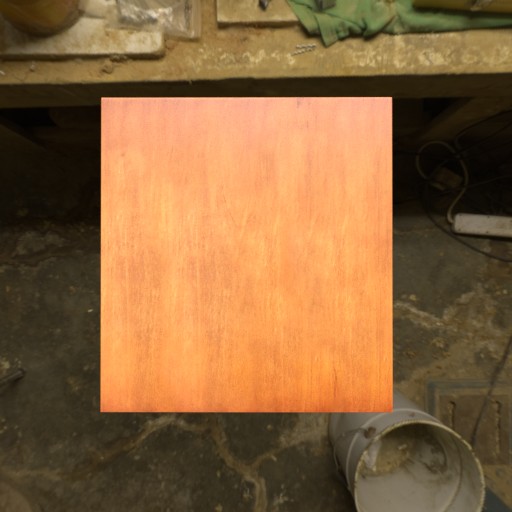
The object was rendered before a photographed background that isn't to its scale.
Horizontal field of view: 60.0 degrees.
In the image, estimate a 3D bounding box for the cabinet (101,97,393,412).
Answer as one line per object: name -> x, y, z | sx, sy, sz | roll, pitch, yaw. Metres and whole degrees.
cabinet -> 0.000, 0.000, 0.864 | 0.401, 0.579, 0.409 | 0, 90, 0
